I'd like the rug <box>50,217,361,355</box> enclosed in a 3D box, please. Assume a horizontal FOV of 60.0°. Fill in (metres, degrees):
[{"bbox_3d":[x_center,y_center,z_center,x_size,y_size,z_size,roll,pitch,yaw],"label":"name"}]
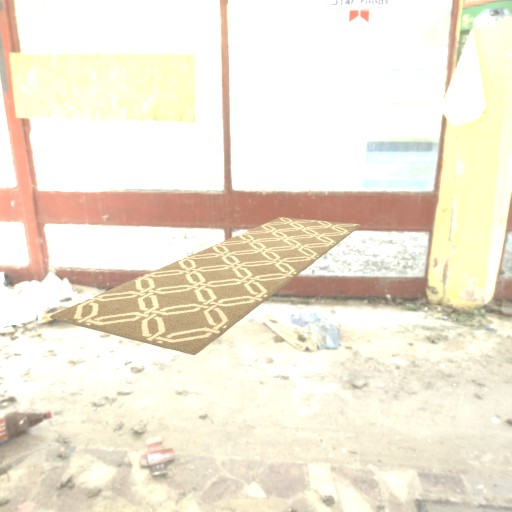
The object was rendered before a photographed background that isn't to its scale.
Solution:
[{"bbox_3d":[0.000,0.000,2.562,0.678,0.014,2.276,8,17,25],"label":"rug"}]
